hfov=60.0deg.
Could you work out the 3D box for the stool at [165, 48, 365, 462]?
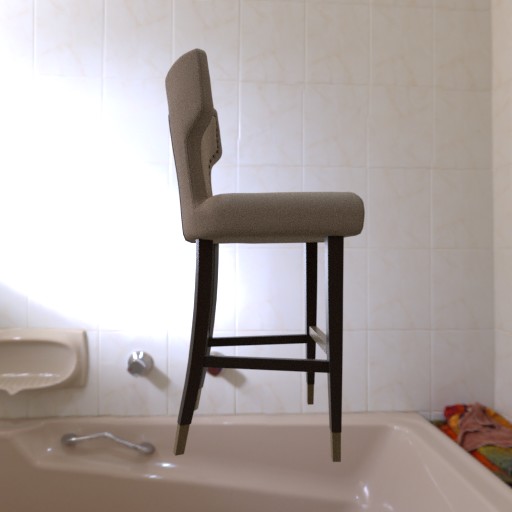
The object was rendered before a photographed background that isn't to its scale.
[{"bbox_3d":[0.000,0.000,1.407,0.563,1.092,0.526,0,0,-2],"label":"stool"}]
